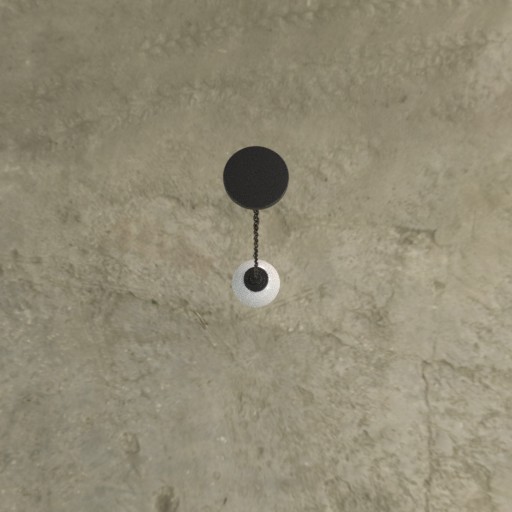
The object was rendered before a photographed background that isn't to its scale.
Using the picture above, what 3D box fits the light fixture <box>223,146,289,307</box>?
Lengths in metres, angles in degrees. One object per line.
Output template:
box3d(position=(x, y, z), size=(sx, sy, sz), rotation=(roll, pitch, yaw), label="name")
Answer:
box3d(position=(0.000, 0.000, 2.058), size=(0.304, 1.867, 0.305), rotation=(37, 80, 8), label="light fixture")
